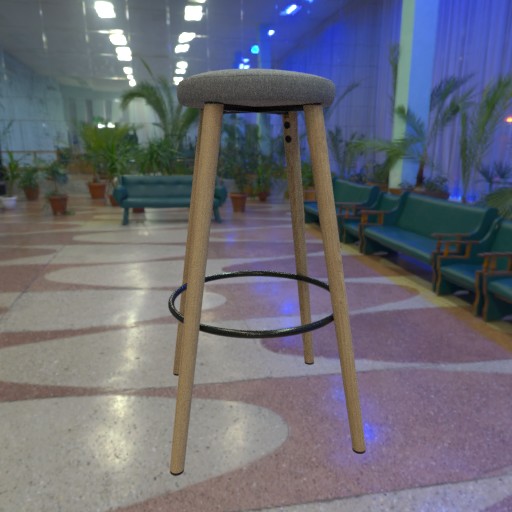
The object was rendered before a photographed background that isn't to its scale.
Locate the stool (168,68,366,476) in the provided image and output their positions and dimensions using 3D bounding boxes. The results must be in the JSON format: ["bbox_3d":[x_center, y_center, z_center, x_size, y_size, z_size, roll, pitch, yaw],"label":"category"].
[{"bbox_3d":[0.000,0.000,0.997,0.410,0.770,0.410,-2,15,-9],"label":"stool"}]
